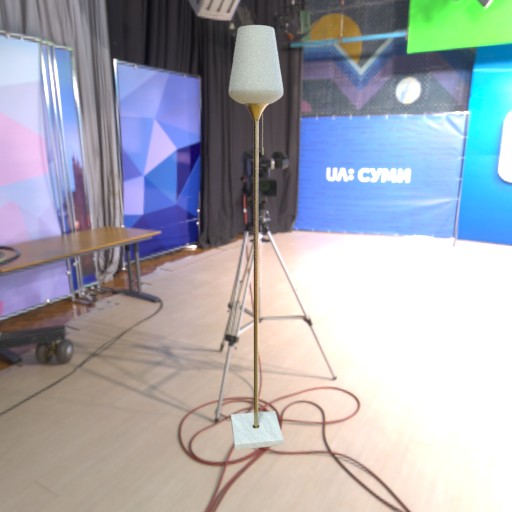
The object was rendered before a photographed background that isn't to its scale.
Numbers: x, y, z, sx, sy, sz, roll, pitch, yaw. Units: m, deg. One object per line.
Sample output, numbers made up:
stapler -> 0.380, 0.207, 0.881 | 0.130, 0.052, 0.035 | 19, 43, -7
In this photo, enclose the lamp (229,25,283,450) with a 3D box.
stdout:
lamp -> 0.000, 0.000, 1.952 | 0.232, 1.813, 0.229 | -2, 16, -7
